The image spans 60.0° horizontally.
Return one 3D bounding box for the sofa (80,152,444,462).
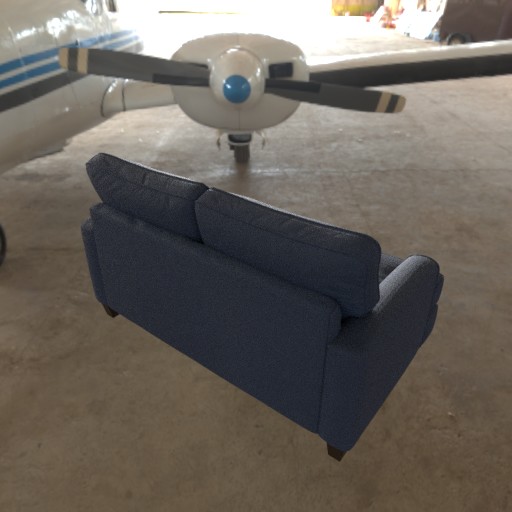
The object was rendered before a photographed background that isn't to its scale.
[{"bbox_3d":[0.000,0.000,2.245,1.651,0.965,0.965,22,37,32],"label":"sofa"}]
